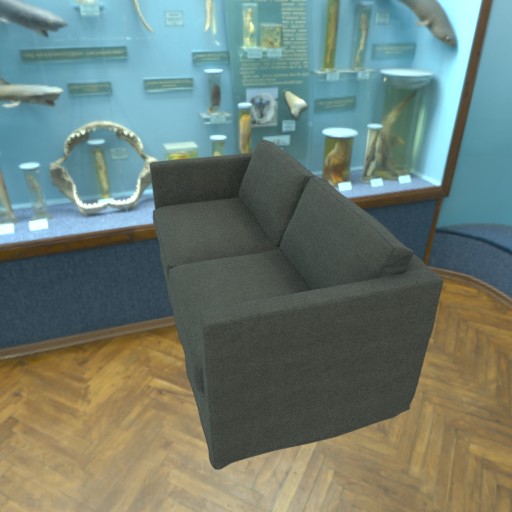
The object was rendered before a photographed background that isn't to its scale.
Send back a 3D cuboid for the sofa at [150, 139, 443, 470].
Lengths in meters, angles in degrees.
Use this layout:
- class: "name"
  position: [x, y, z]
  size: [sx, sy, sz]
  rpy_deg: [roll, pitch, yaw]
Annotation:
- class: "sofa"
  position: [0.000, 0.000, 2.428]
  size: [0.974, 0.854, 1.802]
  rpy_deg: [-9, 31, -15]
